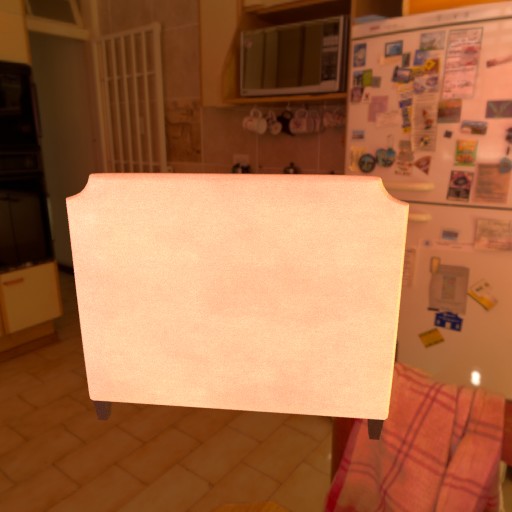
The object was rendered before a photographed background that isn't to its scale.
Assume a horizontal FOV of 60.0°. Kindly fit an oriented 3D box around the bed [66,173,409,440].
[{"bbox_3d":[0.000,0.000,3.428,1.712,1.443,2.372,2,15,6],"label":"bed"}]
